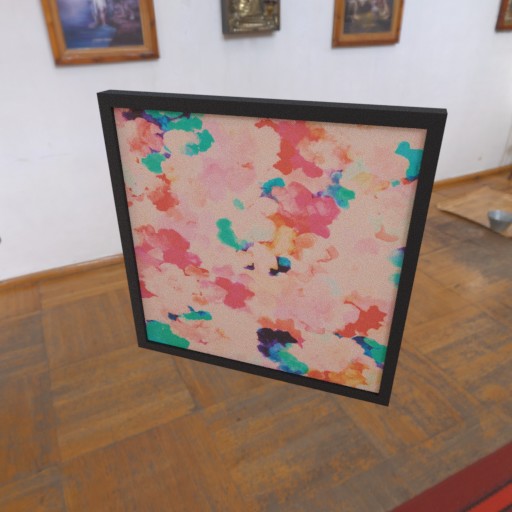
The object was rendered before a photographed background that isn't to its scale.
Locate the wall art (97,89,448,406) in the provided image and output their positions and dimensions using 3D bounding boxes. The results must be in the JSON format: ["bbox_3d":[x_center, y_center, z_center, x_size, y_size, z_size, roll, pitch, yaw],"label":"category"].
[{"bbox_3d":[0.000,0.000,0.748,0.506,0.503,0.036,9,30,16],"label":"wall art"}]
